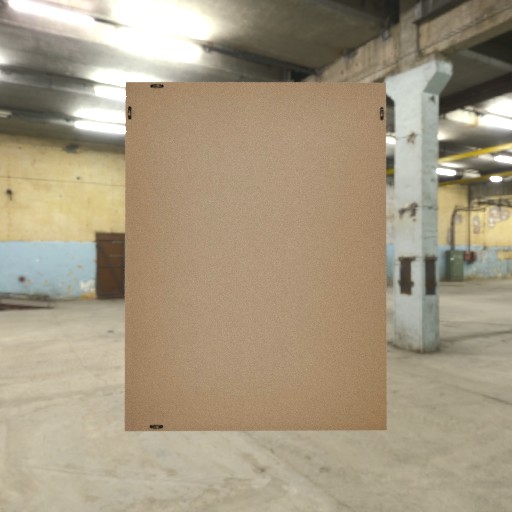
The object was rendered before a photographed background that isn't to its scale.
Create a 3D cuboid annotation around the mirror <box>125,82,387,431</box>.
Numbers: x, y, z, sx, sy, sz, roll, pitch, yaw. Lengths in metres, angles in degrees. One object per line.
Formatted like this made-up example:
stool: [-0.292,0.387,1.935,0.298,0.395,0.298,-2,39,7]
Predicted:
mirror: [0.000,0.000,1.308,0.762,1.016,0.041,0,0,-1]
